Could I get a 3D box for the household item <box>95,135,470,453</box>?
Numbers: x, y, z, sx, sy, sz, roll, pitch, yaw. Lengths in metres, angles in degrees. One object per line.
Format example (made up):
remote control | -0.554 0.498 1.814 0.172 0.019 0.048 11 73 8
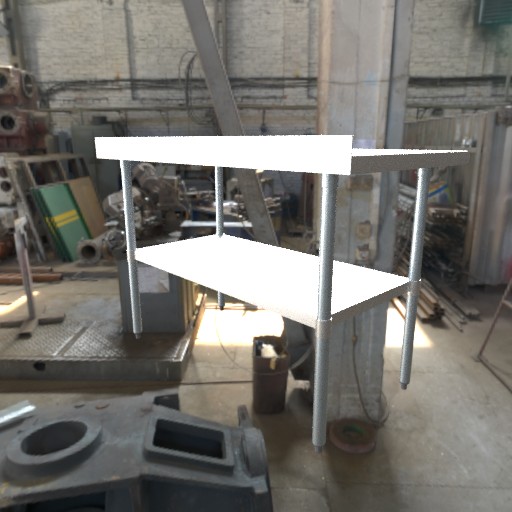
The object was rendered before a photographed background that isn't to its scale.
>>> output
household item | 0.000 0.000 1.644 0.610 0.851 1.219 -13 20 -42
